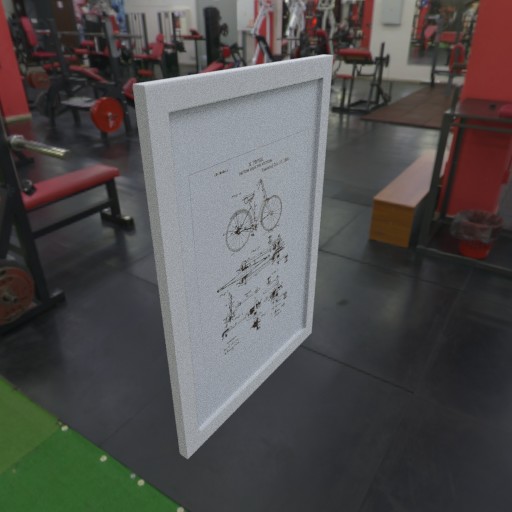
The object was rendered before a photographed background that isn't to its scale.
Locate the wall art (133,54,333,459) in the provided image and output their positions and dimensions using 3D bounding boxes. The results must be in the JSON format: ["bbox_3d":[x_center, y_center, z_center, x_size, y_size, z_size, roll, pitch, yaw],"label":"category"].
[{"bbox_3d":[0.000,0.000,0.603,0.015,0.477,0.332,20,35,31],"label":"wall art"}]
